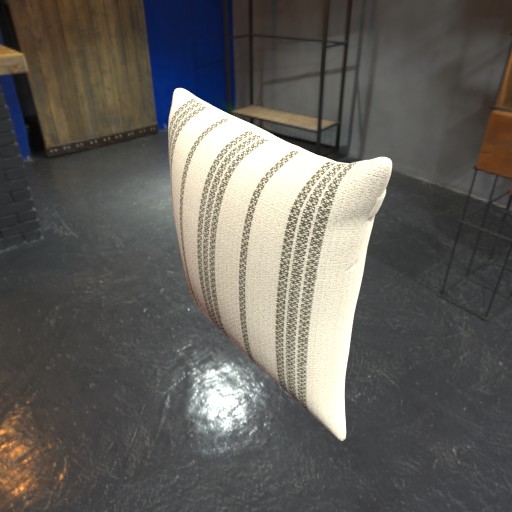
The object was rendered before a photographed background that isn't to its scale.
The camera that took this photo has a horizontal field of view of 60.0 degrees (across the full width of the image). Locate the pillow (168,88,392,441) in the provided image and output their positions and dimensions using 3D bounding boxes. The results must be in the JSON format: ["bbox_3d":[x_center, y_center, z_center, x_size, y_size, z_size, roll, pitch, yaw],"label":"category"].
[{"bbox_3d":[0.000,0.000,0.646,0.173,0.406,0.405,-22,38,-31],"label":"pillow"}]
